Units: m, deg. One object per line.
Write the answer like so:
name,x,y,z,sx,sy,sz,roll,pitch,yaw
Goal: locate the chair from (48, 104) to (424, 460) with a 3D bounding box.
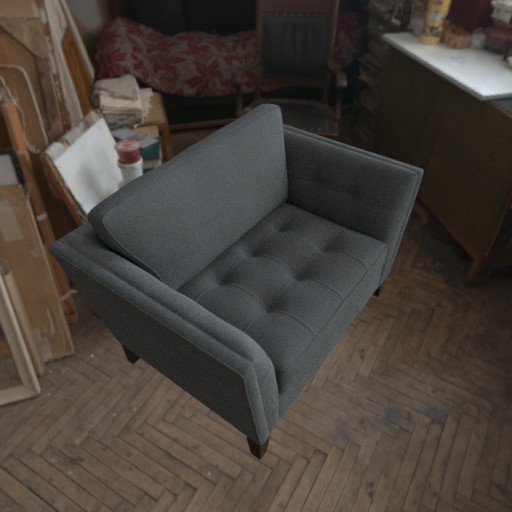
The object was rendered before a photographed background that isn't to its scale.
chair,0.000,0.000,2.098,0.965,0.942,1.396,27,49,26
